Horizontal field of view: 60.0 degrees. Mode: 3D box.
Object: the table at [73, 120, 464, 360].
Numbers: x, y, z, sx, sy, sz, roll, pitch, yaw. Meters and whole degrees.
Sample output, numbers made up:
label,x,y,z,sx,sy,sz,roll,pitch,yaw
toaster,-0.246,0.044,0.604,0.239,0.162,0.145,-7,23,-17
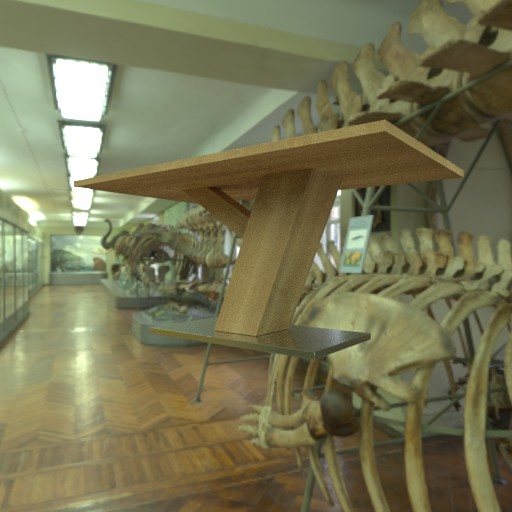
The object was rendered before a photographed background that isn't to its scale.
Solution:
label,x,y,z,sx,sy,sz,roll,pitch,yaw
table,0.000,0.000,2.071,1.600,0.750,0.900,0,0,38
